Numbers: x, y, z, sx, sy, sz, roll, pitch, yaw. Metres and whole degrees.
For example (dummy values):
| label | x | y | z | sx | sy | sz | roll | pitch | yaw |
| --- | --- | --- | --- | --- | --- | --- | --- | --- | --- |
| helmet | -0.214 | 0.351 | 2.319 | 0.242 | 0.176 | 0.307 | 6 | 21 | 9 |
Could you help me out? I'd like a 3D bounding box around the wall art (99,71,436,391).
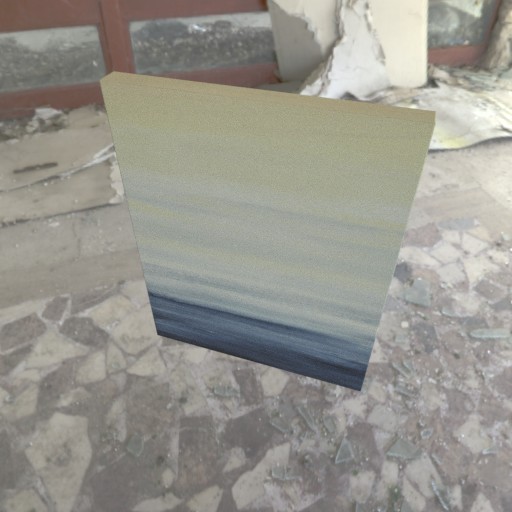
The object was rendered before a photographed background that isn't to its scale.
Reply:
| label | x | y | z | sx | sy | sz | roll | pitch | yaw |
| --- | --- | --- | --- | --- | --- | --- | --- | --- | --- |
| wall art | 0.000 | 0.000 | 0.829 | 0.489 | 0.608 | 0.040 | 12 | 43 | 14 |
